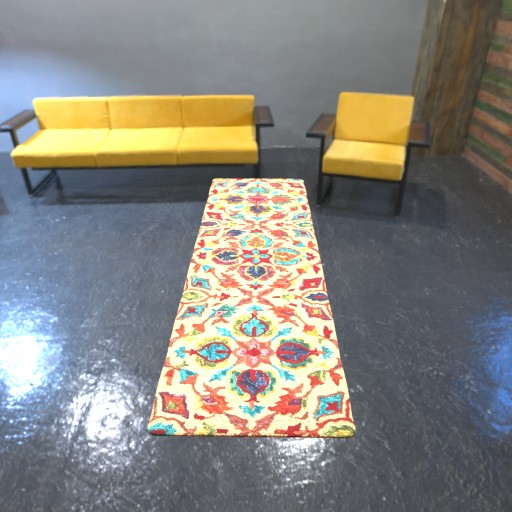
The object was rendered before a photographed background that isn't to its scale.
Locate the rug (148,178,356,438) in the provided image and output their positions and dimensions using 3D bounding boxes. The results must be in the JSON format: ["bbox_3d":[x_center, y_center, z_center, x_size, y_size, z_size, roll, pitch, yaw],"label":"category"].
[{"bbox_3d":[0.000,0.000,2.413,0.693,0.016,2.273,0,31,1],"label":"rug"}]
